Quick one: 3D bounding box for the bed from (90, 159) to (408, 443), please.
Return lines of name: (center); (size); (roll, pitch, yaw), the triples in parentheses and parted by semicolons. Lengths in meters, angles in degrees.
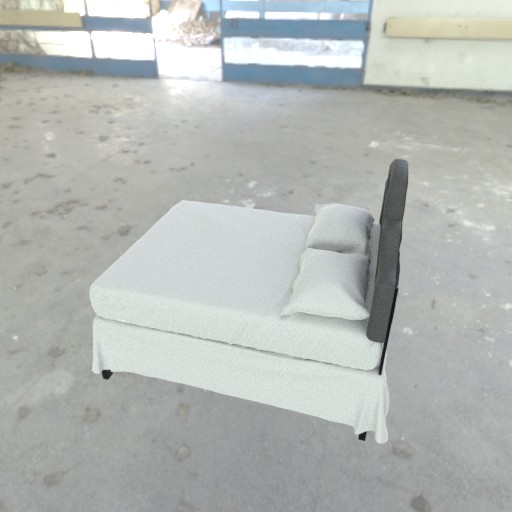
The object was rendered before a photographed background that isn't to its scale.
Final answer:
bed: (0.000, 0.000, 3.379); (2.222, 1.634, 1.780); (8, 32, 14)
